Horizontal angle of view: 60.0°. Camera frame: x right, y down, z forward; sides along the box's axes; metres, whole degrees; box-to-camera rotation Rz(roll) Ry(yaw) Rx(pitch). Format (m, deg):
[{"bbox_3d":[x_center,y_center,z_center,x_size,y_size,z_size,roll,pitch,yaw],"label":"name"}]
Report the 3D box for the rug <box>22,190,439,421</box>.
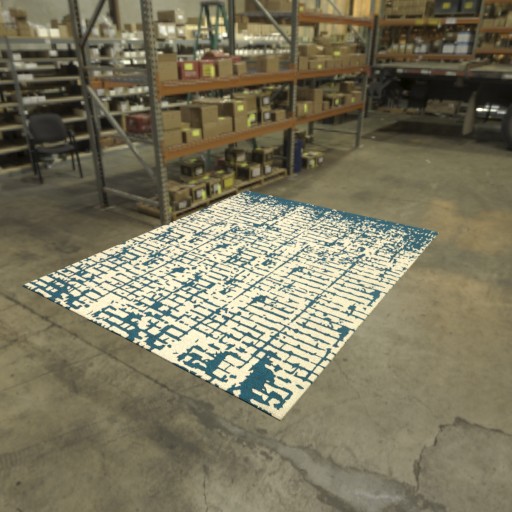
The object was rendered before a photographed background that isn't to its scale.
[{"bbox_3d":[0.000,0.000,4.002,2.416,0.014,3.017,17,31,31],"label":"rug"}]
